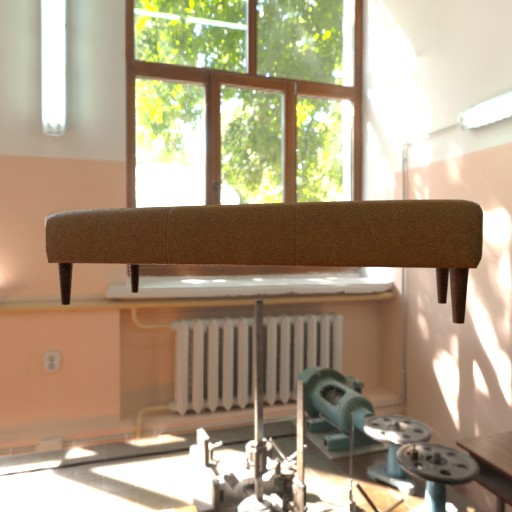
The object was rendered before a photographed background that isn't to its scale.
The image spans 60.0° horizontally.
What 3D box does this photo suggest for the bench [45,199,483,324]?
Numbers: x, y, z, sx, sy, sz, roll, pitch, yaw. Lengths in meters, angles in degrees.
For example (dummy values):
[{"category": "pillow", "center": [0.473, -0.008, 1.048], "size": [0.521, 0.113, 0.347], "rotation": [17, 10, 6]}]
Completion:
[{"category": "bench", "center": [0.000, 0.000, 1.841], "size": [1.610, 0.399, 0.653], "rotation": [0, 1, 17]}]
